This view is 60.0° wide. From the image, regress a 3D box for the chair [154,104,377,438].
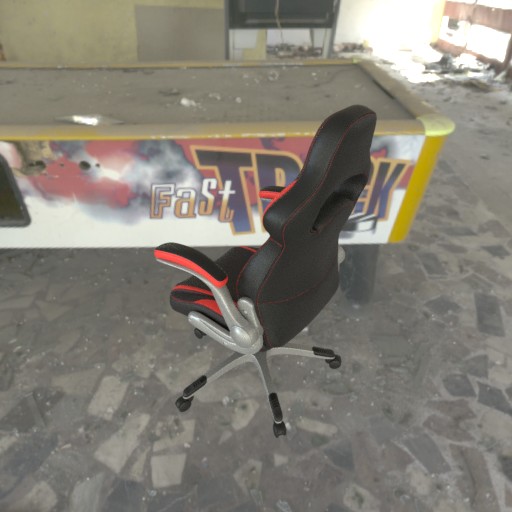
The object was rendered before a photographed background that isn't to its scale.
[{"bbox_3d":[0.000,0.000,1.638,0.712,1.165,0.758,22,39,30],"label":"chair"}]
